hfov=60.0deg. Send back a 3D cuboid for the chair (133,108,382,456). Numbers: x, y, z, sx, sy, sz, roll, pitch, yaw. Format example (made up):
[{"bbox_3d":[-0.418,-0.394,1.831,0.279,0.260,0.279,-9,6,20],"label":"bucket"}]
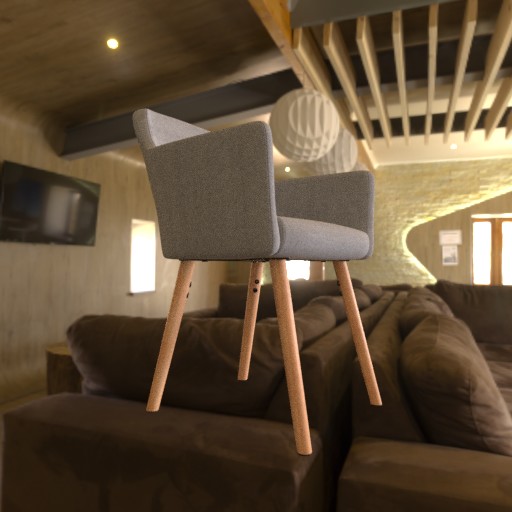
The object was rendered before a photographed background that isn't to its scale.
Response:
[{"bbox_3d":[0.000,0.000,1.172,0.540,0.780,0.570,-1,-2,36],"label":"chair"}]
